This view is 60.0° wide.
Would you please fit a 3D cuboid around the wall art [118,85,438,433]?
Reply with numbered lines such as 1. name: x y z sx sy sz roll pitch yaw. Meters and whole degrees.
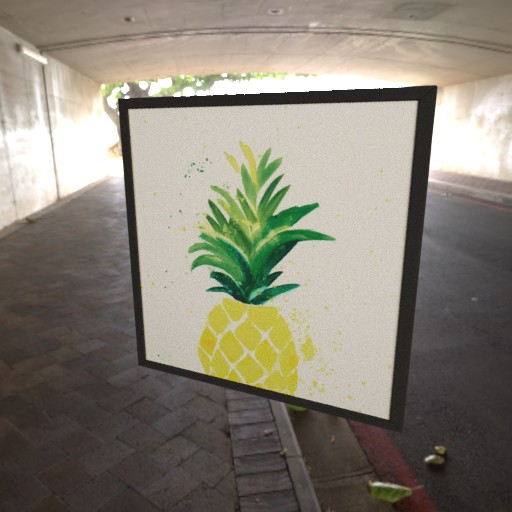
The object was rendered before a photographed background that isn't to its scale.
1. wall art: 0.000 0.000 1.100 0.762 0.760 0.037 7 17 23
